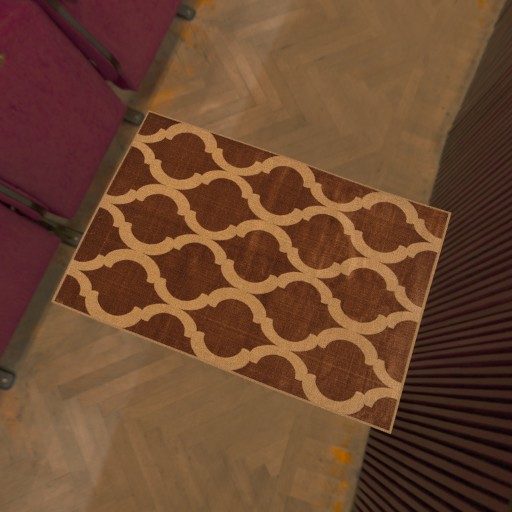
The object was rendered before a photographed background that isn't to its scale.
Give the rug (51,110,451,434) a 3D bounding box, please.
[{"bbox_3d":[0.000,0.000,2.956,2.290,0.014,1.526,20,75,5],"label":"rug"}]
